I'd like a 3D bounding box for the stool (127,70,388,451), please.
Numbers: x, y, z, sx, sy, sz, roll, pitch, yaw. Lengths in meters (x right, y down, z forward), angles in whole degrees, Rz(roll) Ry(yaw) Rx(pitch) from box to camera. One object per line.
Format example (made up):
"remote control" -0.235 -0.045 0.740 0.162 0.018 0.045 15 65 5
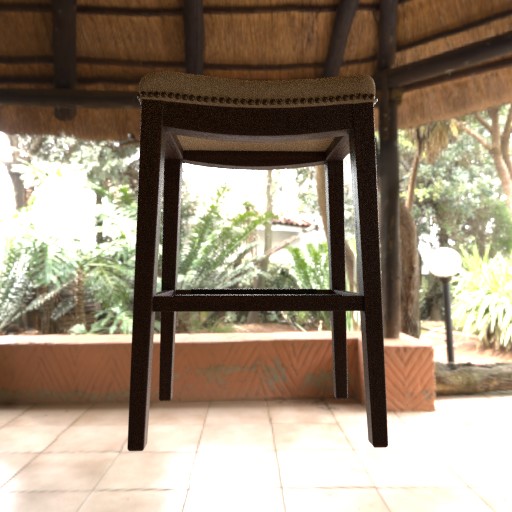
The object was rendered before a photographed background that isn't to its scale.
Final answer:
"stool" 0.000 0.000 1.056 0.509 0.768 0.363 0 -2 -2
